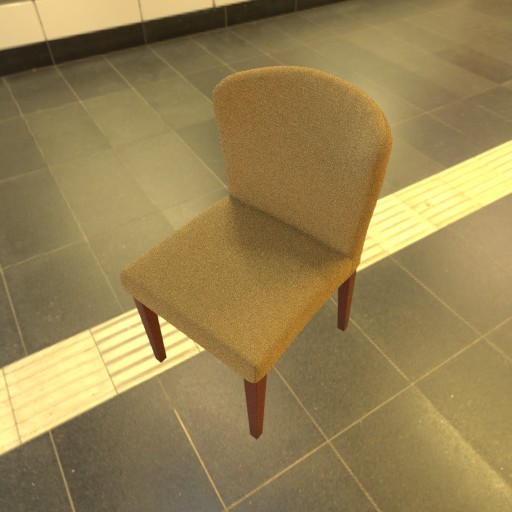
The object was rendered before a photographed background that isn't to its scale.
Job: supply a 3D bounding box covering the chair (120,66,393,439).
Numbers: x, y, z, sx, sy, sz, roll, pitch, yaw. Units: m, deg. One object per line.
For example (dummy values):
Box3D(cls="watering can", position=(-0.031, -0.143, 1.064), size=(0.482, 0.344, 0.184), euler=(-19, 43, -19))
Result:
Box3D(cls="chair", position=(0.000, 0.000, 1.234), size=(0.491, 0.839, 0.589), euler=(30, 53, 26))
